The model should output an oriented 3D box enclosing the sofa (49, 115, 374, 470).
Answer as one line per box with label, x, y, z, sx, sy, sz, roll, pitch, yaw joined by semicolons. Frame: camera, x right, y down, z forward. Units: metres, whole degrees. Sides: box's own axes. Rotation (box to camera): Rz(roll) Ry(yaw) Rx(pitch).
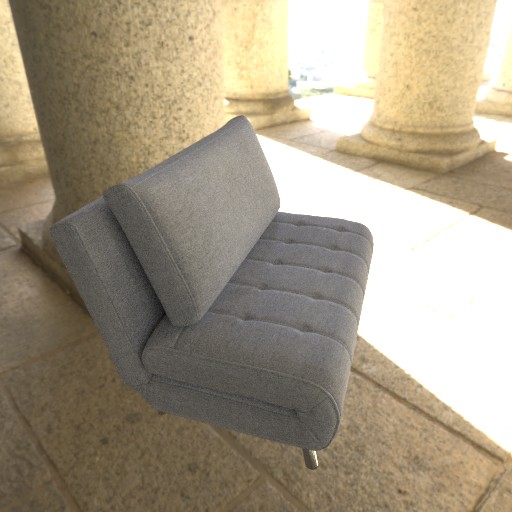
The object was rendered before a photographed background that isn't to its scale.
sofa;0.000;0.000;1.841;0.910;0.910;1.220;9;30;16
